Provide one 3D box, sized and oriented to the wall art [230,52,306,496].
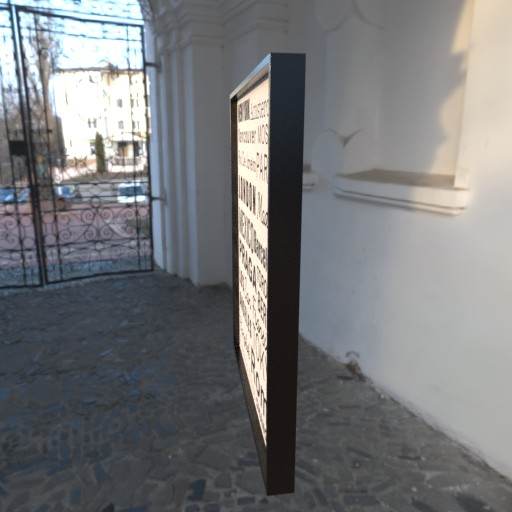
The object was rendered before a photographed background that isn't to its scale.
[{"bbox_3d":[0.000,0.000,0.743,0.038,0.551,0.448,-2,15,-8],"label":"wall art"}]
